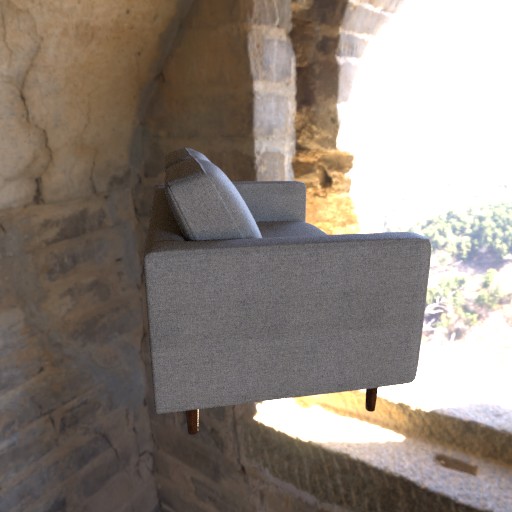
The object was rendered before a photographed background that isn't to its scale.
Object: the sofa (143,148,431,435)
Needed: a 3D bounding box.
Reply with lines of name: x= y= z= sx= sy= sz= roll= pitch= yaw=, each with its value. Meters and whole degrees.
sofa: x=0.000 y=0.000 z=2.165 sx=0.969 sy=0.973 sz=1.527 roll=-3 pitch=17 yaw=-11
